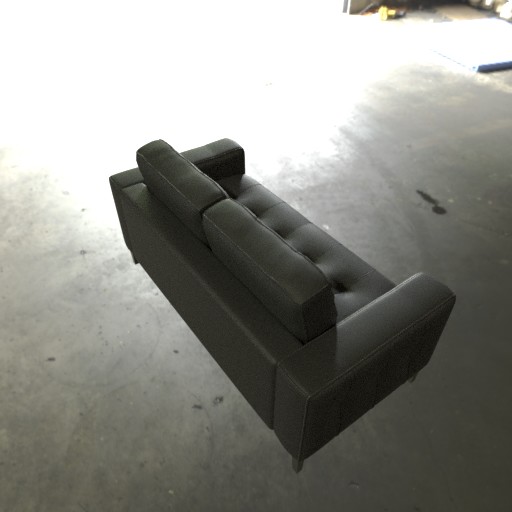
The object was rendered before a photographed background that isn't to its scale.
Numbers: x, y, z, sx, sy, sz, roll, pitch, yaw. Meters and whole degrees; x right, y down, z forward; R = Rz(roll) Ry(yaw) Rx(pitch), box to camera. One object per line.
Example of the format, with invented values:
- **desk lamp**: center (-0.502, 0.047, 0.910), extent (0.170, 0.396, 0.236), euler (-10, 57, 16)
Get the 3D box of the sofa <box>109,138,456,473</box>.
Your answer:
- **sofa**: center (0.000, 0.000, 2.250), extent (0.833, 0.893, 1.726), euler (-26, 48, -26)
